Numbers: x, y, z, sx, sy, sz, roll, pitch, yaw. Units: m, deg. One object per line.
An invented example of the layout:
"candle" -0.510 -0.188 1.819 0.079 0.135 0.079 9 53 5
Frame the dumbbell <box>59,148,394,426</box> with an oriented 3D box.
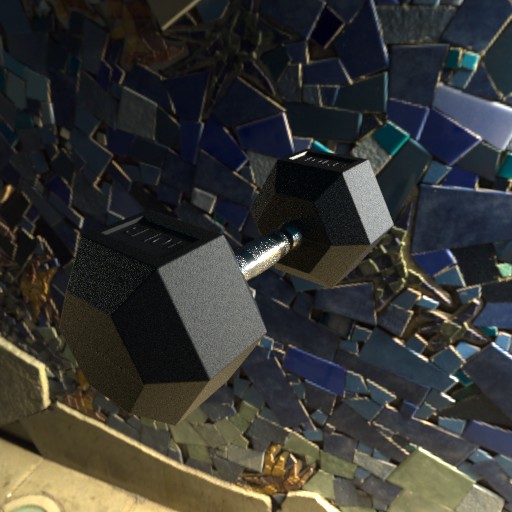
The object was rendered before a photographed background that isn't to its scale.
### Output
"dumbbell" 0.000 0.000 0.432 0.157 0.137 0.361 19 33 32
